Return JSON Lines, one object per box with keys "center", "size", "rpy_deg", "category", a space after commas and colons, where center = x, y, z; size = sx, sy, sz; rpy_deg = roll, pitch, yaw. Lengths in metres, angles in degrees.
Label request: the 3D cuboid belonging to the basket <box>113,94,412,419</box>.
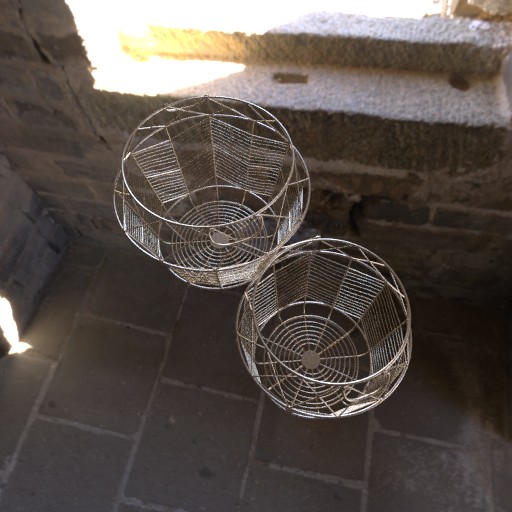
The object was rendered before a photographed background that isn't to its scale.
{"center": [0.000, 0.000, 1.009], "size": [0.451, 0.343, 0.805], "rpy_deg": [-31, 65, -16], "category": "basket"}
